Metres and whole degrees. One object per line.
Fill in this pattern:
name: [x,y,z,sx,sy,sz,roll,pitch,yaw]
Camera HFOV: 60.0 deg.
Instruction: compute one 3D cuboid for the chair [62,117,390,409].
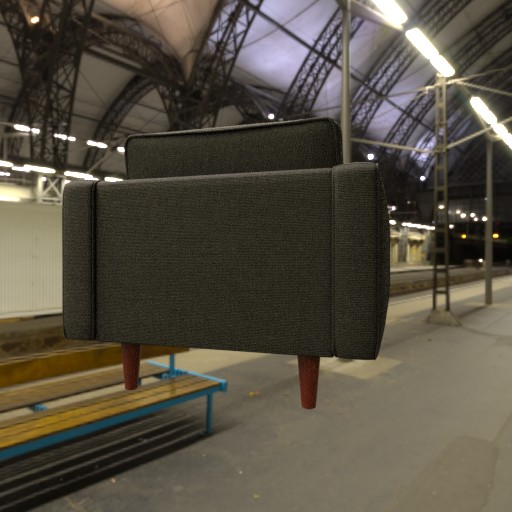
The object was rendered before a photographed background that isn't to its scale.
chair: [0.000,0.000,1.561,0.899,0.770,0.919,0,0,18]
